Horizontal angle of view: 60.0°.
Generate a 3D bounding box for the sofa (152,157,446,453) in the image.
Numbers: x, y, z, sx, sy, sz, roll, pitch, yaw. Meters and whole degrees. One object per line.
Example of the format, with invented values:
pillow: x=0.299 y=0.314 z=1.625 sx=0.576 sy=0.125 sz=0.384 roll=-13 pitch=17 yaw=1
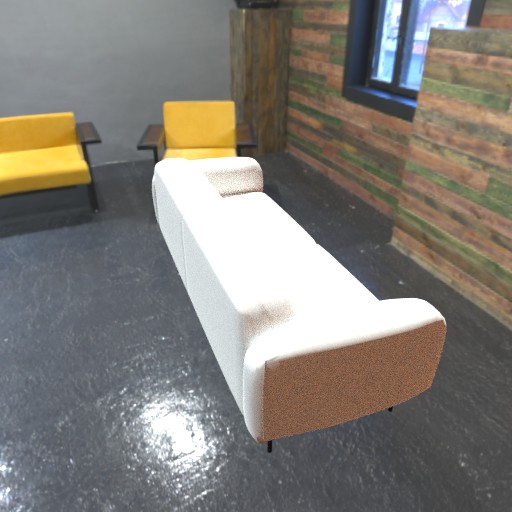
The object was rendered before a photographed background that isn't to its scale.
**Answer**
sofa: x=0.000 y=0.000 z=2.639 sx=0.870 sy=0.780 sz=2.280 roll=-11 pitch=32 yaw=-18
